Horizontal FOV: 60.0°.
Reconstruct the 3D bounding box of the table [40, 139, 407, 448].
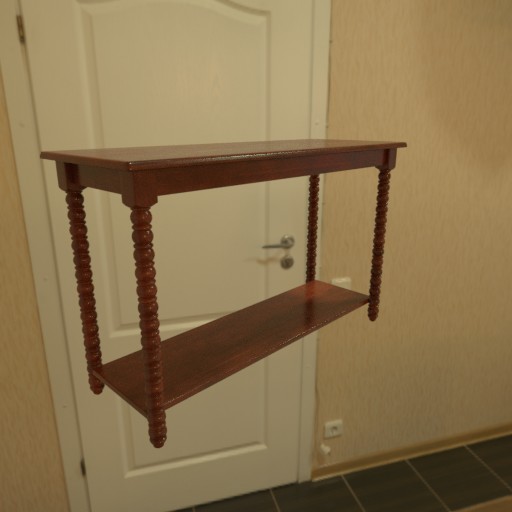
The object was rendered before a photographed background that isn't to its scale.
[{"bbox_3d":[0.000,0.000,1.532,0.459,0.740,1.184,16,23,42],"label":"table"}]
